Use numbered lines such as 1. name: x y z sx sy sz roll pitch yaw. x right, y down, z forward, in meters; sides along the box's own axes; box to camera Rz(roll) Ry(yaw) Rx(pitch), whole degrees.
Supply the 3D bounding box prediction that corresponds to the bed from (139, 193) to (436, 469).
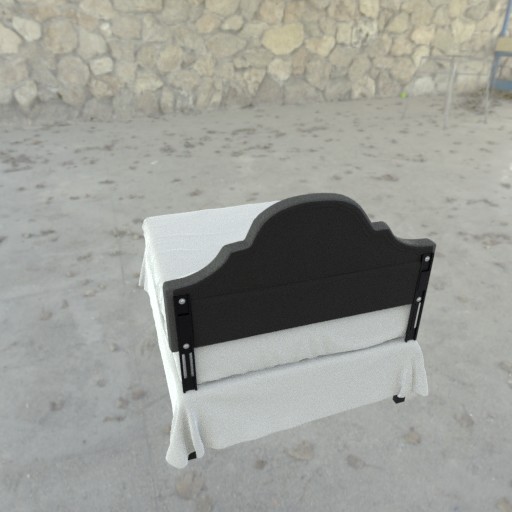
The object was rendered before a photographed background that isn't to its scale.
1. bed: 0.000 0.000 3.384 1.780 1.634 2.222 -9 29 -16
